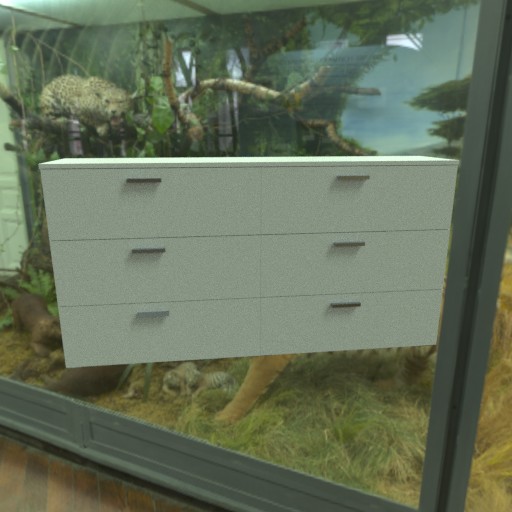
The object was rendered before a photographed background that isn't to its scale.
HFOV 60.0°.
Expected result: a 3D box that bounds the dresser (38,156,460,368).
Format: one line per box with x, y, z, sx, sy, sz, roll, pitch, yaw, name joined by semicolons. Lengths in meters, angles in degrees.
0.000;0.000;1.855;1.535;0.790;0.333;-2;16;-7;dresser
